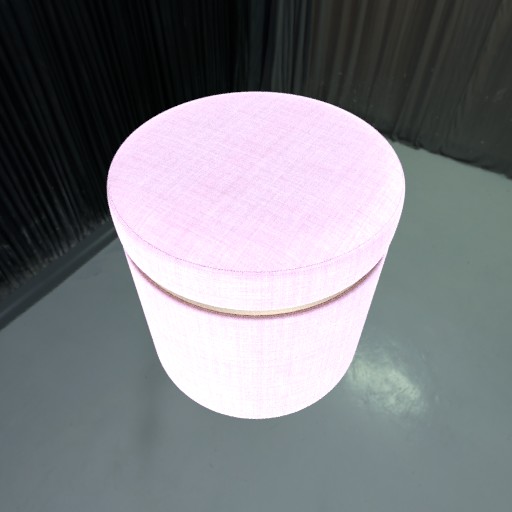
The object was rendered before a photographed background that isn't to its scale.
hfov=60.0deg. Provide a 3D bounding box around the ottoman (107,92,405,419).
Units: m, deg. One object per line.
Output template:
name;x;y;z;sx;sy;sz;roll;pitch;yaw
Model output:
ottoman;0.000;0.000;0.737;0.400;0.406;0.400;0;48;0
